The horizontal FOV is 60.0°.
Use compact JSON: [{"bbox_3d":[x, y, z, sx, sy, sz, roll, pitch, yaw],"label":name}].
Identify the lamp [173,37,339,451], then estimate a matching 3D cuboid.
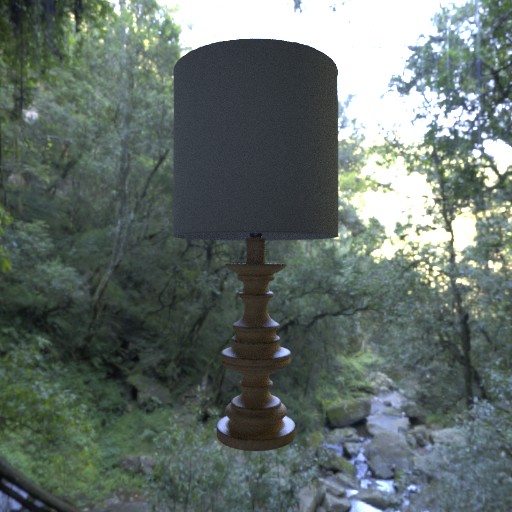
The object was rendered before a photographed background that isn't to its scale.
[{"bbox_3d":[0.000,0.000,0.566,0.208,0.455,0.208,0,0,36],"label":"lamp"}]
